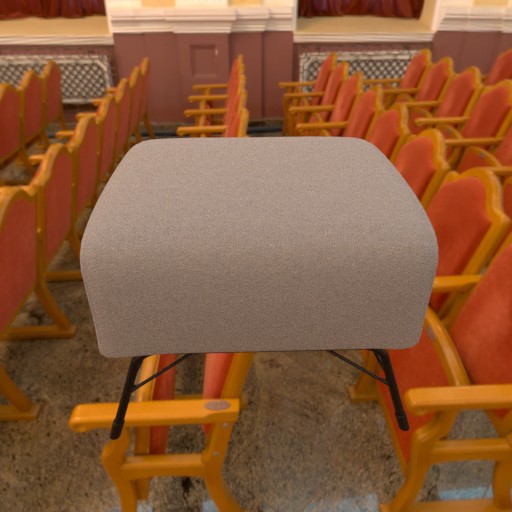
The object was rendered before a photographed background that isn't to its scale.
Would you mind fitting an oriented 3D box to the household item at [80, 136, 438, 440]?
[{"bbox_3d":[0.000,0.000,0.891,0.530,0.410,0.530,-1,32,-2],"label":"household item"}]
